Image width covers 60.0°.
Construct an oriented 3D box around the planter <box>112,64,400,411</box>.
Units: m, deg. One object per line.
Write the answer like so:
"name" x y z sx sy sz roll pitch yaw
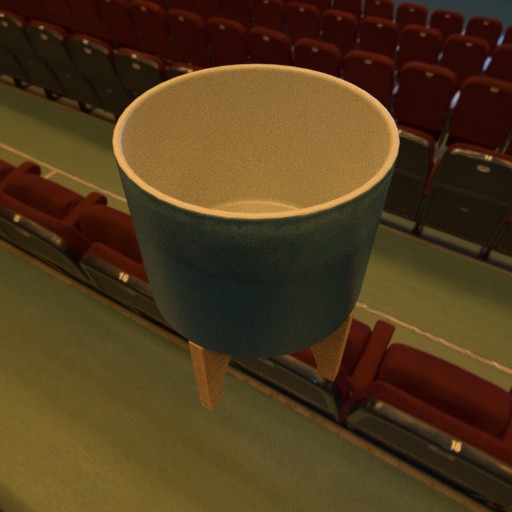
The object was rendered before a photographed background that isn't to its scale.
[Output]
"planter" 0.000 0.000 0.398 0.192 0.263 0.192 0 47 0
